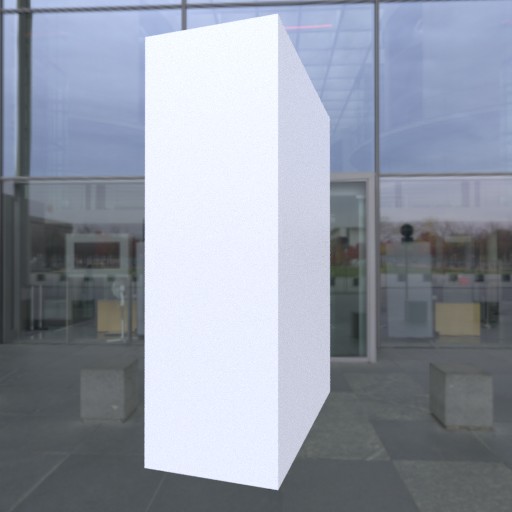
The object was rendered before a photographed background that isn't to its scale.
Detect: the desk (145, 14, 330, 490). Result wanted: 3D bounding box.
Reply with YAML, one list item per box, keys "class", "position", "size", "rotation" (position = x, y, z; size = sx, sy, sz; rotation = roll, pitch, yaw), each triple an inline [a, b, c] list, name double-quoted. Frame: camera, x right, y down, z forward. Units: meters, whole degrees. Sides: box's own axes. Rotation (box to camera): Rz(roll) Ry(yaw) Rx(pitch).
- class: "desk"
  position: [0.000, 0.000, 1.554]
  size: [0.390, 1.190, 0.850]
  rotation: [0, 0, 18]
